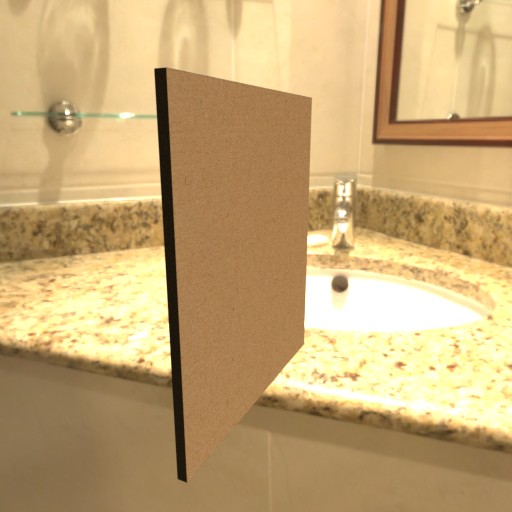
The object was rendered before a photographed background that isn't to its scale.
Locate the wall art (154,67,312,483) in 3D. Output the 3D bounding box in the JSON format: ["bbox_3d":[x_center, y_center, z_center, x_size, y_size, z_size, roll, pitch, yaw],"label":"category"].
[{"bbox_3d":[0.000,0.000,1.209,0.028,0.863,0.755,7,17,25],"label":"wall art"}]
